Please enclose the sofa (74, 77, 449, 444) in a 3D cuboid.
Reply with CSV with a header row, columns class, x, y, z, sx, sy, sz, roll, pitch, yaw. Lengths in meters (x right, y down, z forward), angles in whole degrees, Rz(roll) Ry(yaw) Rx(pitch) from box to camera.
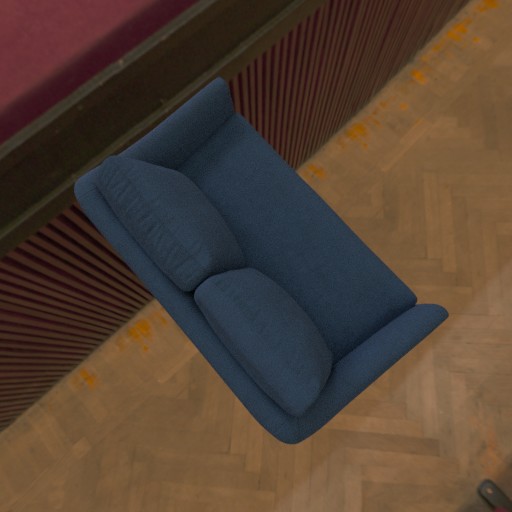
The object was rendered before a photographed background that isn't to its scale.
class,x,y,z,sx,sy,sz,roll,pitch,yaw
sofa,0.000,0.000,2.191,0.960,0.902,1.619,-40,80,-9
